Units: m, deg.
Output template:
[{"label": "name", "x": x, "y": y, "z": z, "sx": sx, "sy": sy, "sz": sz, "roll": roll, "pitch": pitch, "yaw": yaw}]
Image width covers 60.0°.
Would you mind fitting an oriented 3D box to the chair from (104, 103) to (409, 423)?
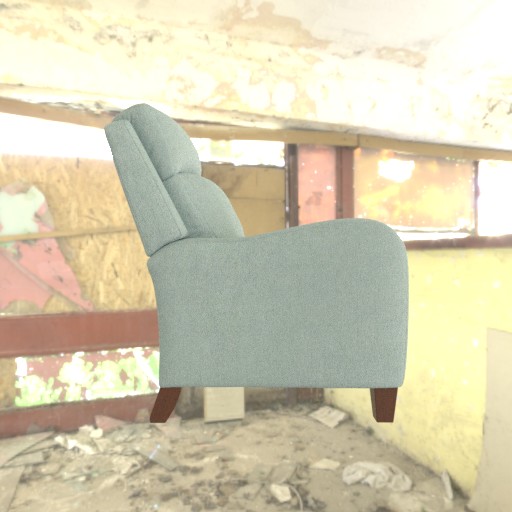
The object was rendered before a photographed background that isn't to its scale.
[{"label": "chair", "x": 0.000, "y": 0.000, "z": 1.773, "sx": 0.988, "sy": 1.067, "sz": 0.785, "roll": 0, "pitch": 0, "yaw": 1}]
